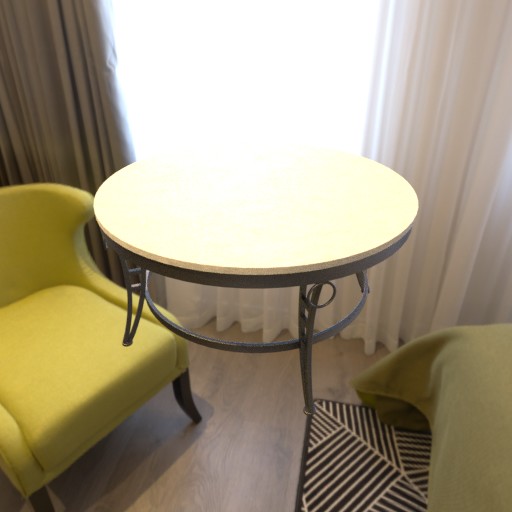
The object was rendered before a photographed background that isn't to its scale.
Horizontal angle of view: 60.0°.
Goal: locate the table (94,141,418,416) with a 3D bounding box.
[{"bbox_3d":[0.000,0.000,1.391,0.889,0.470,0.889,0,31,0],"label":"table"}]
